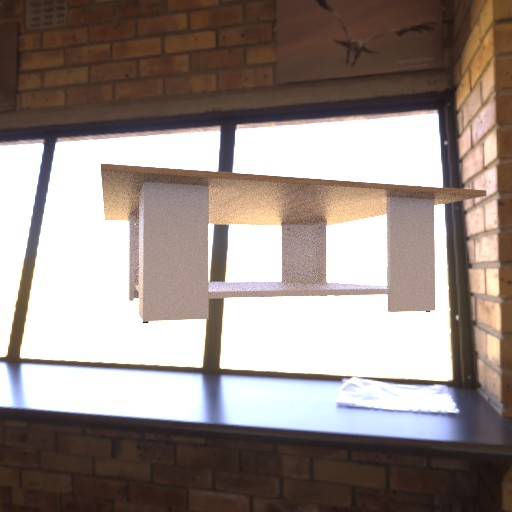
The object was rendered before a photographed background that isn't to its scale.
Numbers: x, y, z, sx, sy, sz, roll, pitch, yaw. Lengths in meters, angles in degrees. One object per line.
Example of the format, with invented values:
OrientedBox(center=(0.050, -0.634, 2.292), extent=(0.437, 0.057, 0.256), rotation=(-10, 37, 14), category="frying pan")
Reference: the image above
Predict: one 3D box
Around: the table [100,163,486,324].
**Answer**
OrientedBox(center=(0.000, 0.000, 1.359), extent=(0.890, 0.305, 0.890), rotation=(1, -2, -18), category="table")
